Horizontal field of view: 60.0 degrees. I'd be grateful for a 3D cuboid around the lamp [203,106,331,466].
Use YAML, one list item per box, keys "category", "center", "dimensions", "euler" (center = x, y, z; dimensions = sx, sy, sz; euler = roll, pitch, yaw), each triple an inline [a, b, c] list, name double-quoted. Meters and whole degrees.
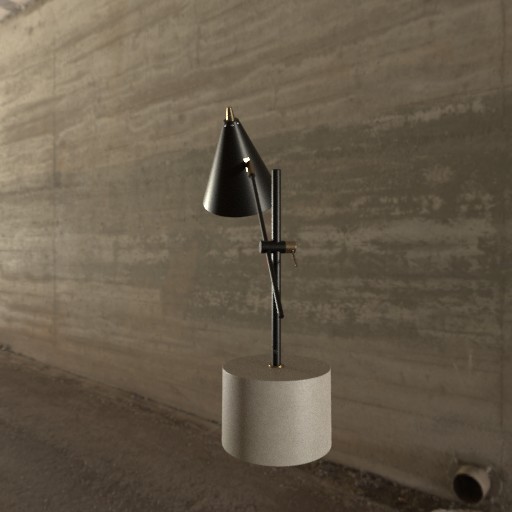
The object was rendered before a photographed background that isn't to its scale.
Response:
- category: "lamp"
  center: [0.000, 0.000, 0.728]
  dimensions: [0.214, 0.518, 0.403]
  euler: [0, 0, 1]
